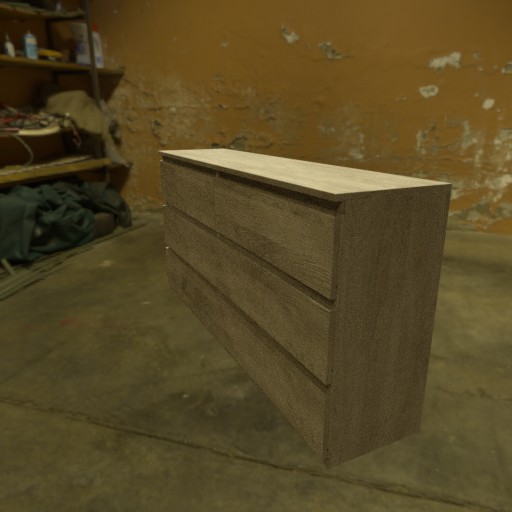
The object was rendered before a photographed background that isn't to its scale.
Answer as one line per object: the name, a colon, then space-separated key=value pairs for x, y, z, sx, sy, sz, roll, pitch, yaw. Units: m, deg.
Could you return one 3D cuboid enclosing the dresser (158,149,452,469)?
dresser: x=0.000 y=0.000 z=1.902 sx=0.390 sy=0.795 sz=1.590 roll=-9 pitch=19 yaw=-26
